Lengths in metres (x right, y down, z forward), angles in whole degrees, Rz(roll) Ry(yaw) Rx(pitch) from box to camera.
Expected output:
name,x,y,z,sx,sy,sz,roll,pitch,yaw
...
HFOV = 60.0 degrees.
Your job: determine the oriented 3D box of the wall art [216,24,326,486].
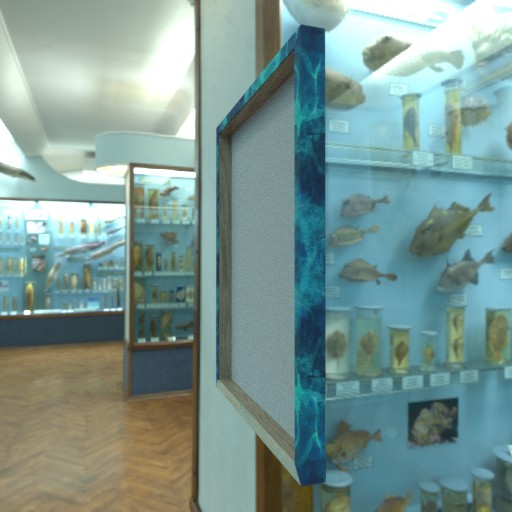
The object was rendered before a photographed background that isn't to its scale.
name,x,y,z,sx,sy,sz,roll,pitch,yaw
wall art,0.000,0.000,0.855,0.038,0.635,0.508,0,-1,-18
